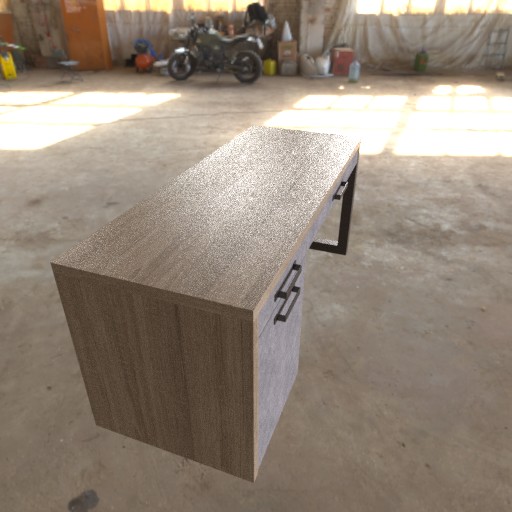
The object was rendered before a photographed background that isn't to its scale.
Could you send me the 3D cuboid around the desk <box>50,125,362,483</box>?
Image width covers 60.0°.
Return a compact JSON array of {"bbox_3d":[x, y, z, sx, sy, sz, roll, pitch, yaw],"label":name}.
[{"bbox_3d":[0.000,0.000,2.119,0.690,0.760,1.700,11,33,18],"label":"desk"}]
